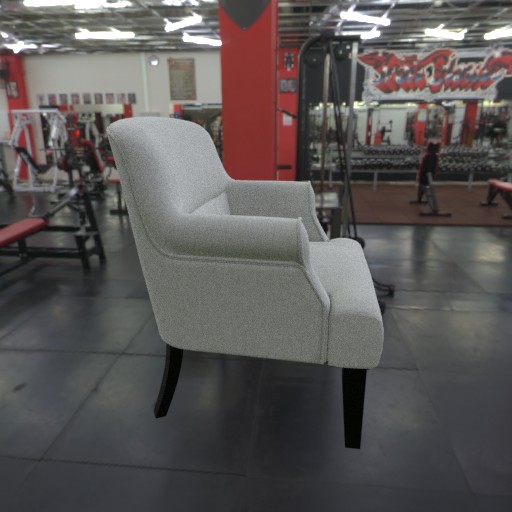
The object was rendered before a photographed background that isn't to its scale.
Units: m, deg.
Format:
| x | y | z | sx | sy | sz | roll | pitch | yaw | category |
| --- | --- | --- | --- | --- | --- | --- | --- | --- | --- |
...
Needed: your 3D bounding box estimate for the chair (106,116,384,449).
| x | y | z | sx | sy | sz | roll | pitch | yaw | category |
| --- | --- | --- | --- | --- | --- | --- | --- | --- | --- |
| 0.000 | 0.000 | 1.459 | 0.750 | 0.875 | 0.781 | 3 | 17 | 8 | chair |
